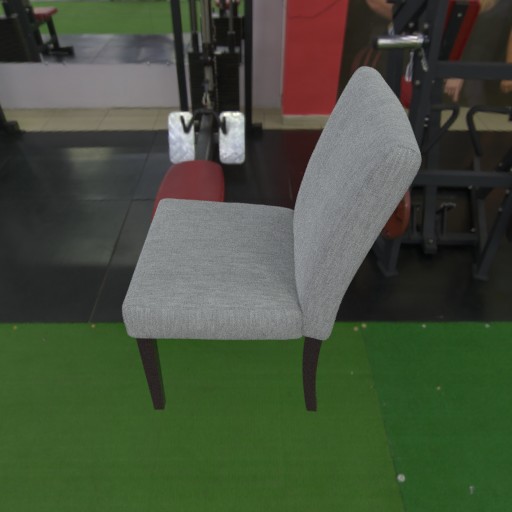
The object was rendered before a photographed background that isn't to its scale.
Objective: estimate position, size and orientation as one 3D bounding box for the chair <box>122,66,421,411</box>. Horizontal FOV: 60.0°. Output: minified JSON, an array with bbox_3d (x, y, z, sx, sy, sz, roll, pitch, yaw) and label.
[{"bbox_3d":[0.000,0.000,1.220,0.629,0.884,0.487,1,41,1],"label":"chair"}]
